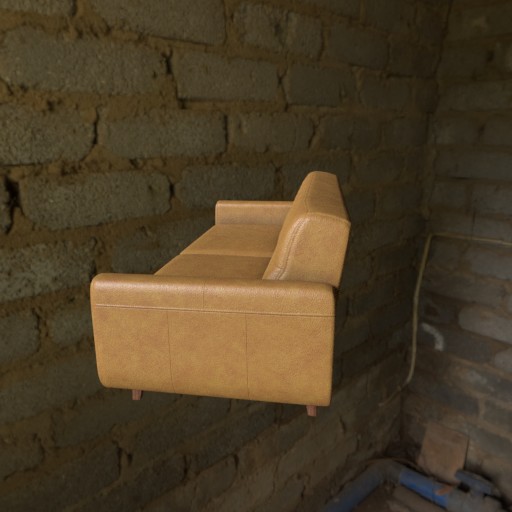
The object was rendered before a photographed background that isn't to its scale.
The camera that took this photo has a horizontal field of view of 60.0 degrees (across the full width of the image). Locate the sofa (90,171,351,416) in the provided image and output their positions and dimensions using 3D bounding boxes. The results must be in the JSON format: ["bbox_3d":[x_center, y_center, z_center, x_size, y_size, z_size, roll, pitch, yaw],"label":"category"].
[{"bbox_3d":[0.000,0.000,2.650,0.980,0.892,2.137,2,15,8],"label":"sofa"}]
